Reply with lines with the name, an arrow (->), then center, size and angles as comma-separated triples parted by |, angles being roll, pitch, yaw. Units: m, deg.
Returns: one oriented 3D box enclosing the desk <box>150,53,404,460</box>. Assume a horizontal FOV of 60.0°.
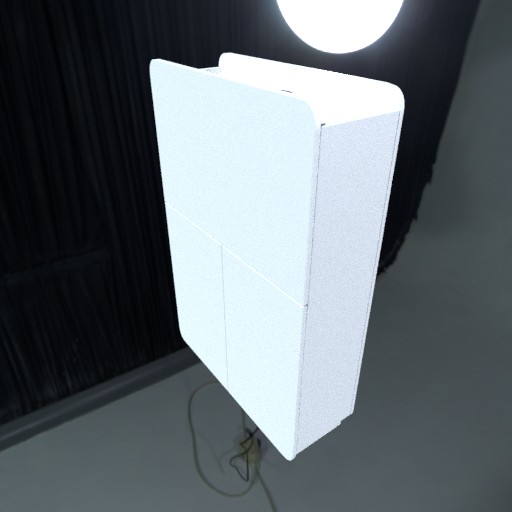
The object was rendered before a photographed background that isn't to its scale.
desk -> 0.000, 0.000, 1.516 | 0.278, 1.190, 0.795 | -21, 37, -30
